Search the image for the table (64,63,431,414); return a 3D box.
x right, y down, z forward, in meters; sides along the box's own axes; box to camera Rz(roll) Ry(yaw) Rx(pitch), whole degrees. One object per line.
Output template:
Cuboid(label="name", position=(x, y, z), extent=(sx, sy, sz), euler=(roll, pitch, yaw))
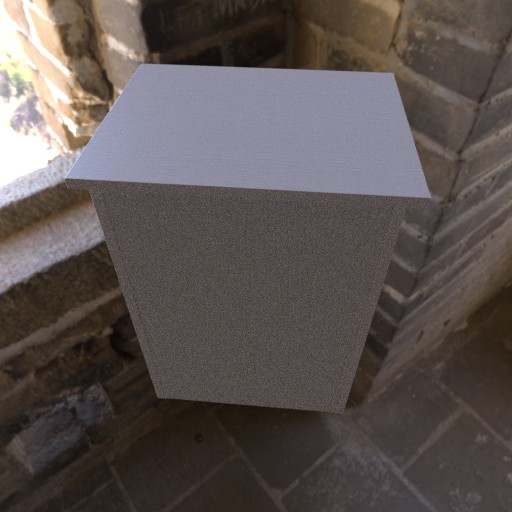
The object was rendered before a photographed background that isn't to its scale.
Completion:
Cuboid(label="table", position=(0.000, 0.000, 0.935), extent=(0.480, 0.635, 0.381), euler=(4, 46, 4))
